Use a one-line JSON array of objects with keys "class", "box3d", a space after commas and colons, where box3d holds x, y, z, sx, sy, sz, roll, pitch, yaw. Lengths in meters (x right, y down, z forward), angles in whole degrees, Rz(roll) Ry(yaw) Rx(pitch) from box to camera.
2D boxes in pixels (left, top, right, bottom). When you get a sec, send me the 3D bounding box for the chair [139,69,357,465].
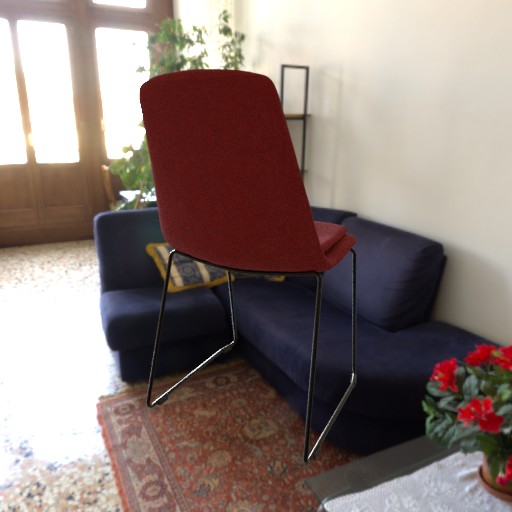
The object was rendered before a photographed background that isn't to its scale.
[{"class": "chair", "box3d": [0.000, 0.000, 1.164, 0.479, 0.858, 0.518, 8, 18, 27]}]
